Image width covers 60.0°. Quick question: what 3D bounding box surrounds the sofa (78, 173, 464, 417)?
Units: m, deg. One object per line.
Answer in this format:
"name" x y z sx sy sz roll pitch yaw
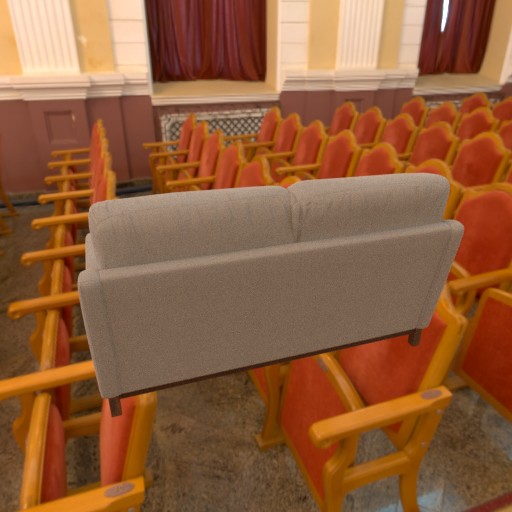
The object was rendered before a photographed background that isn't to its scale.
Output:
"sofa" 0.000 0.000 2.178 1.589 0.921 0.987 -8 26 -17
